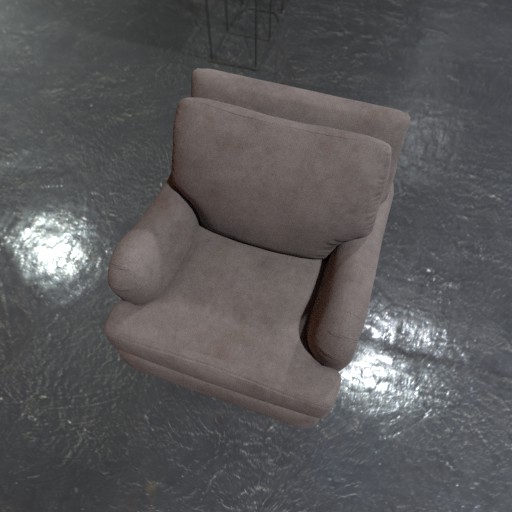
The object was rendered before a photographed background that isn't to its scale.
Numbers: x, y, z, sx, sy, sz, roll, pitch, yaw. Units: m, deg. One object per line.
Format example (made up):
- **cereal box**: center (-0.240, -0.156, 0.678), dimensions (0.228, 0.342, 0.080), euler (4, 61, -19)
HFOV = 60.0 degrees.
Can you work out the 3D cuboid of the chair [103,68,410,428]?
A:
- **chair**: center (0.000, 0.000, 1.849), dimensions (0.955, 0.997, 1.070), euler (16, 59, 10)
